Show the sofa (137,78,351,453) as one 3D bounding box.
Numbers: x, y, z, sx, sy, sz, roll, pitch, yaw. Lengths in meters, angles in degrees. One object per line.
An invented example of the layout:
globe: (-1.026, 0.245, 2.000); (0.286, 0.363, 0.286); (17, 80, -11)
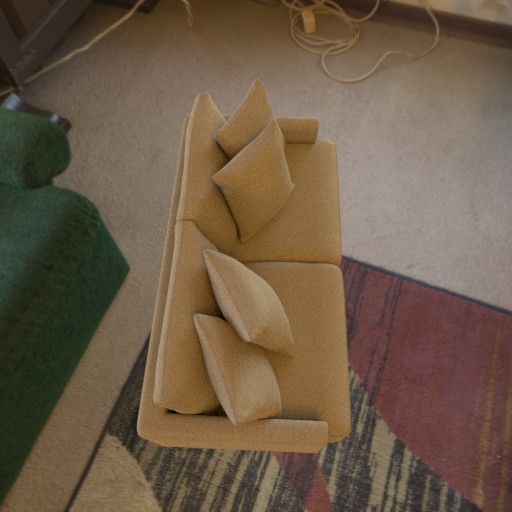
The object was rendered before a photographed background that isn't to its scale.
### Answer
sofa: (0.000, 0.000, 3.031); (1.228, 1.084, 2.380); (2, 63, 1)
